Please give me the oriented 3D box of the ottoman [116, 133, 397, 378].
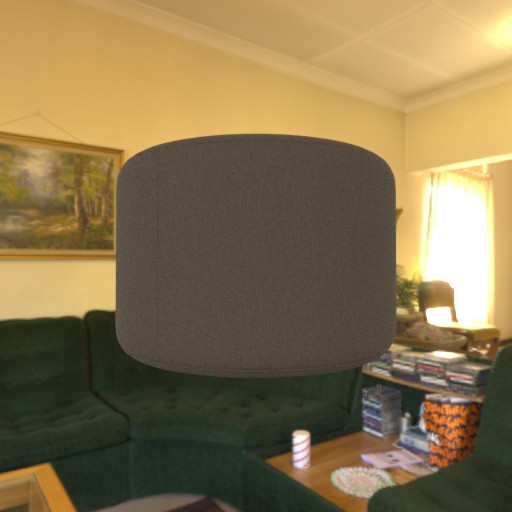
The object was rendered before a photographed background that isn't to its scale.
[{"bbox_3d":[0.000,0.000,1.008,0.608,0.433,0.608,0,-1,0],"label":"ottoman"}]
